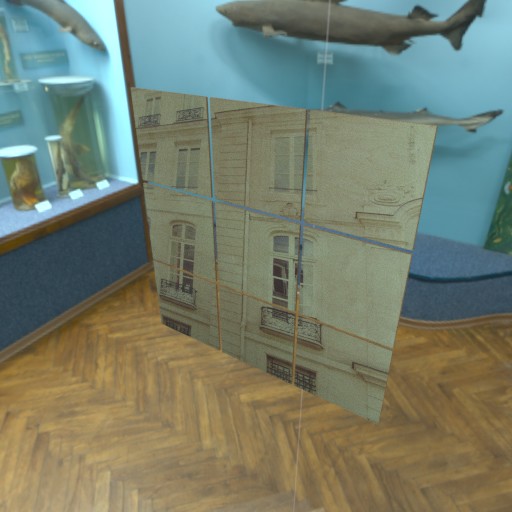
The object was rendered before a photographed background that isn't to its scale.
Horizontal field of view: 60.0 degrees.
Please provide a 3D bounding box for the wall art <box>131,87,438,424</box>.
[{"bbox_3d":[0.000,0.000,2.292,1.526,1.522,0.023,18,34,29],"label":"wall art"}]
